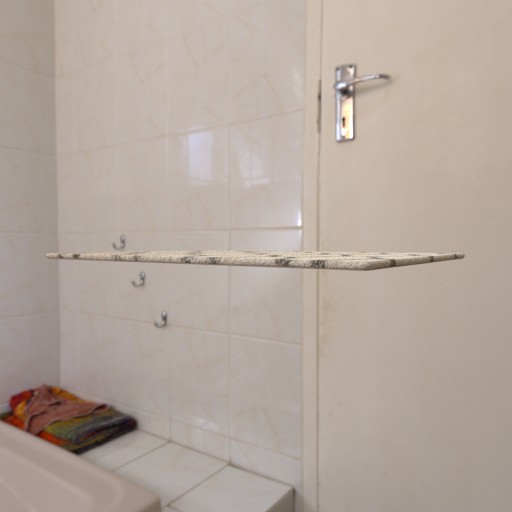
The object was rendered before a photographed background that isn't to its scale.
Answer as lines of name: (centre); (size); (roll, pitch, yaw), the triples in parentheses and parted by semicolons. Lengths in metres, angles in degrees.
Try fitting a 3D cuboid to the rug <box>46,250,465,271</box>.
rug: (0.000, 0.000, 2.103); (1.600, 0.025, 1.200); (1, 2, 36)
